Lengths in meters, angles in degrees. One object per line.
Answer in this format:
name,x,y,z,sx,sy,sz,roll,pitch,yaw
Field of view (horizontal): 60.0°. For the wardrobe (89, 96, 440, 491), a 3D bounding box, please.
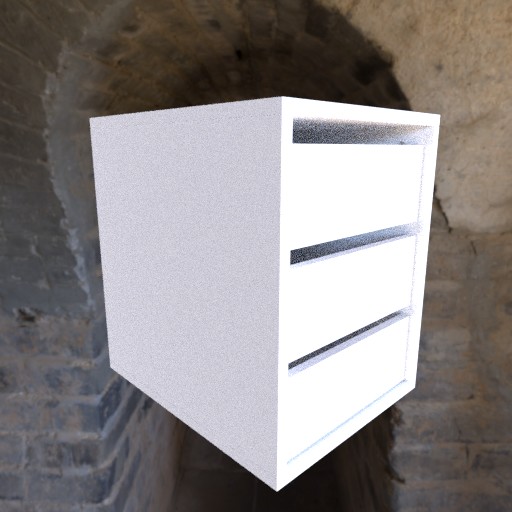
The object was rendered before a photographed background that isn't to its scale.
wardrobe,0.000,0.000,0.864,0.400,0.520,0.500,-13,19,-42
